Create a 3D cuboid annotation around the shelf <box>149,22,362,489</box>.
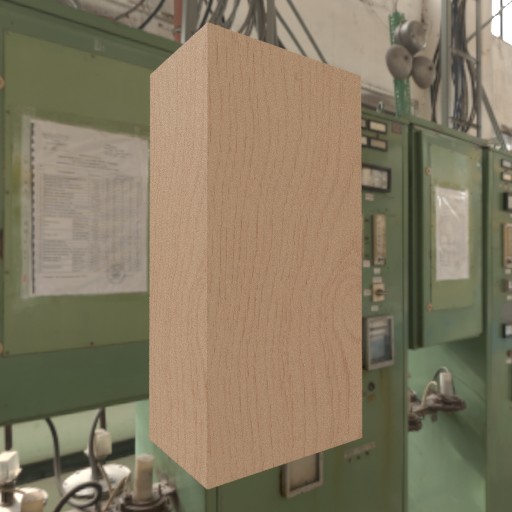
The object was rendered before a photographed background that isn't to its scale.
[{"bbox_3d":[0.000,0.000,0.732,0.290,0.600,0.200,0,-1,-35],"label":"shelf"}]
